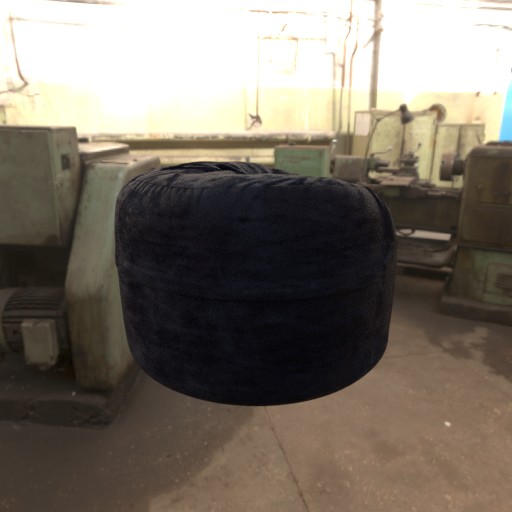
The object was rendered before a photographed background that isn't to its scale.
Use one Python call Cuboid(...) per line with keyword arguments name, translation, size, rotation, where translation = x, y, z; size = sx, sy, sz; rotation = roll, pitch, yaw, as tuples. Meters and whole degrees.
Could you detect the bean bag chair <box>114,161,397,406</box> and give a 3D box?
Cuboid(name="bean bag chair", translation=(0.000, 0.000, 1.509), size=(0.918, 0.616, 0.918), rotation=(0, 17, 0))
